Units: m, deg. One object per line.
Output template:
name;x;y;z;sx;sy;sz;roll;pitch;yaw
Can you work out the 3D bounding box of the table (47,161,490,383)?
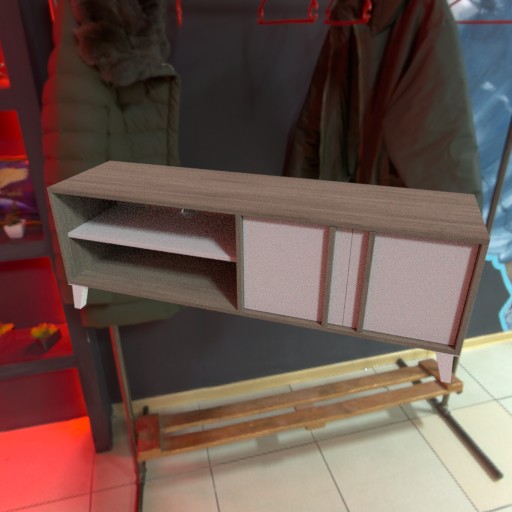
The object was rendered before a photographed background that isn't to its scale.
table;0.000;0.000;1.729;1.500;0.530;0.400;8;28;16
